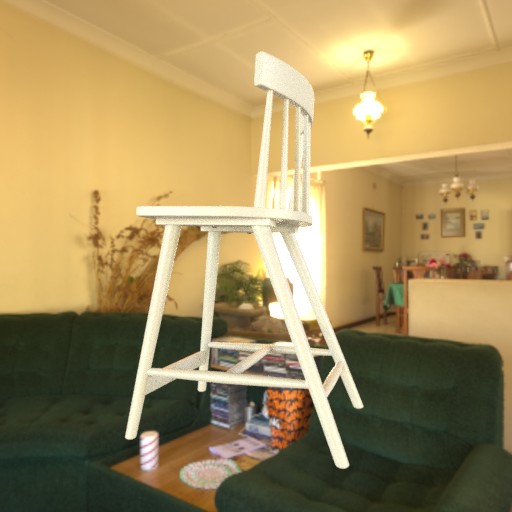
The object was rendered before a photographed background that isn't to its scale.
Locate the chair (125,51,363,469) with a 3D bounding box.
[{"bbox_3d":[0.000,0.000,1.280,0.572,0.952,0.483,0,-1,18],"label":"chair"}]
